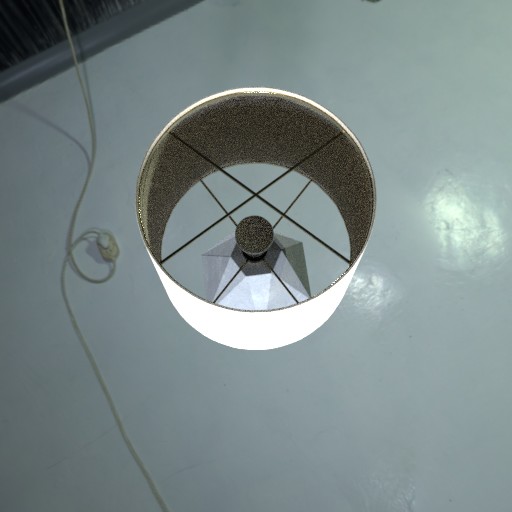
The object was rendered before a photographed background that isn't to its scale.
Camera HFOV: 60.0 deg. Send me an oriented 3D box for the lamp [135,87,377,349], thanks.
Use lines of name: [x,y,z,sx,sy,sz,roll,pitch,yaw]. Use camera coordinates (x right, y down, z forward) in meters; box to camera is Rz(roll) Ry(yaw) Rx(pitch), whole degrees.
lamp: [0.000,0.000,0.663,0.276,0.501,0.276,0,76,0]
